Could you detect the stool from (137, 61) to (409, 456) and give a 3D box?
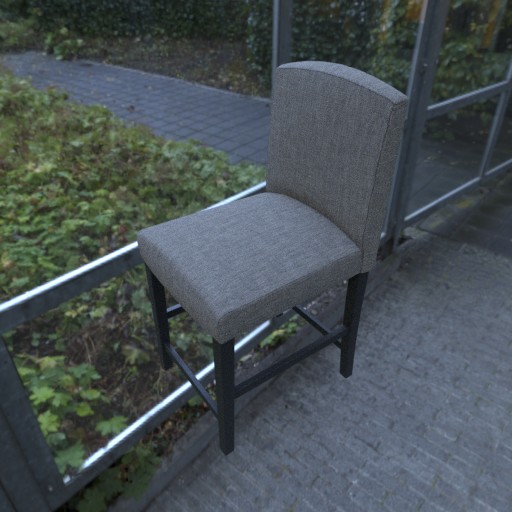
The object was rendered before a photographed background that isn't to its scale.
[{"bbox_3d":[0.000,0.000,1.263,0.552,0.966,0.451,-22,40,-29],"label":"stool"}]
